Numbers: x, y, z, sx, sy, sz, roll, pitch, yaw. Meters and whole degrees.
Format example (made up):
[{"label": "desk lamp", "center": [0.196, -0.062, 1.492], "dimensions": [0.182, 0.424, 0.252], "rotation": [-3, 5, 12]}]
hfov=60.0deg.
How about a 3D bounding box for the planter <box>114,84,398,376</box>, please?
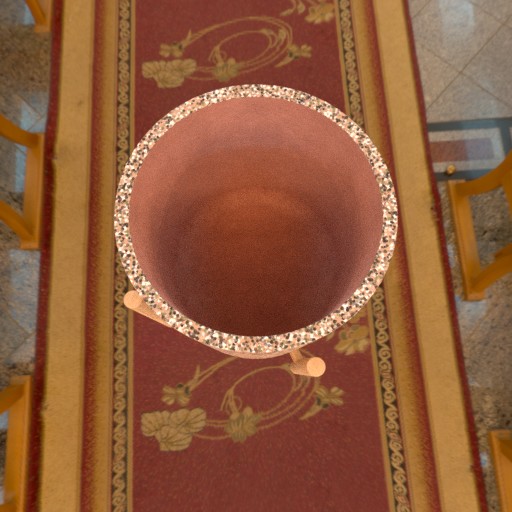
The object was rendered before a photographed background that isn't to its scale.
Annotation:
[{"label": "planter", "center": [0.000, 0.000, 0.677], "dimensions": [0.360, 0.419, 0.360], "rotation": [-3, 76, -1]}]
